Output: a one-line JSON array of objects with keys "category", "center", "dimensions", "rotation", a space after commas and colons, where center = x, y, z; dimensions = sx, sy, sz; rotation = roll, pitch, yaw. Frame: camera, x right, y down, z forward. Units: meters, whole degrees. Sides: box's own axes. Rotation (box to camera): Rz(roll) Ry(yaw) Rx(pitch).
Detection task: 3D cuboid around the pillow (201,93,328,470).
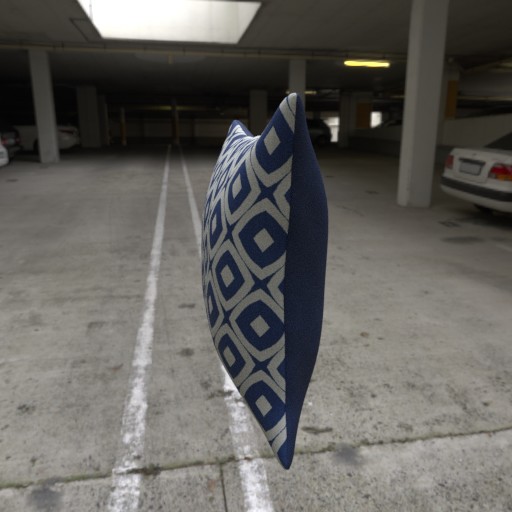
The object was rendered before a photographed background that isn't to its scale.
[{"category": "pillow", "center": [0.000, 0.000, 0.789], "dimensions": [0.188, 0.494, 0.504], "rotation": [-2, 14, -10]}]
